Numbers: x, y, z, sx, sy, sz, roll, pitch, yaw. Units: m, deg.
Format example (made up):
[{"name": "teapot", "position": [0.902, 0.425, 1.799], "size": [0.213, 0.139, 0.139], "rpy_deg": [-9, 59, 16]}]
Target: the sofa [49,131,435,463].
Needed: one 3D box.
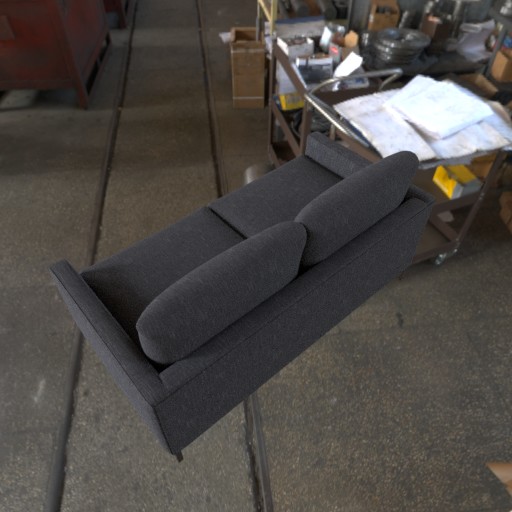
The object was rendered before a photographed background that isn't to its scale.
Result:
[{"name": "sofa", "position": [0.000, 0.000, 2.228], "size": [1.716, 0.862, 0.866], "rpy_deg": [-32, 55, -27]}]
